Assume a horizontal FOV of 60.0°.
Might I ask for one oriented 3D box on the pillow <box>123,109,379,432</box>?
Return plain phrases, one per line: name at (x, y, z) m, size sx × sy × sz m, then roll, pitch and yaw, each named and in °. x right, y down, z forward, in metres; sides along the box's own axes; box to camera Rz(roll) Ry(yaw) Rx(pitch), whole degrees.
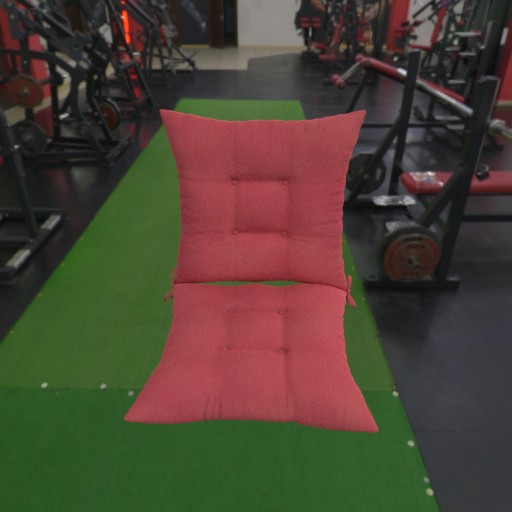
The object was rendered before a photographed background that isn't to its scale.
pillow at (0.000, 0.000, 1.004) m, size 0.541 × 0.536 × 0.585 m, roll 2°, pitch 31°, yaw 3°
